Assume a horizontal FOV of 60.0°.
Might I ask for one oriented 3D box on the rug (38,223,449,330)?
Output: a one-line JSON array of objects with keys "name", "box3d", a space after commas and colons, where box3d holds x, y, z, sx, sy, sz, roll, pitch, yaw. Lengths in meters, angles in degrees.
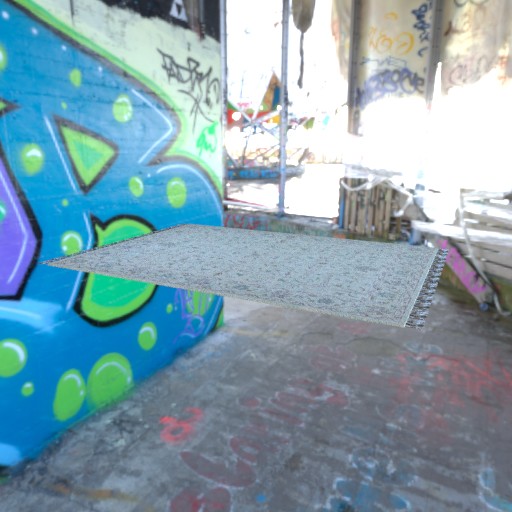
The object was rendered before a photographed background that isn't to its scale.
[{"name": "rug", "box3d": [0.000, 0.000, 2.335, 1.802, 0.008, 1.247, 7, 16, 26]}]
